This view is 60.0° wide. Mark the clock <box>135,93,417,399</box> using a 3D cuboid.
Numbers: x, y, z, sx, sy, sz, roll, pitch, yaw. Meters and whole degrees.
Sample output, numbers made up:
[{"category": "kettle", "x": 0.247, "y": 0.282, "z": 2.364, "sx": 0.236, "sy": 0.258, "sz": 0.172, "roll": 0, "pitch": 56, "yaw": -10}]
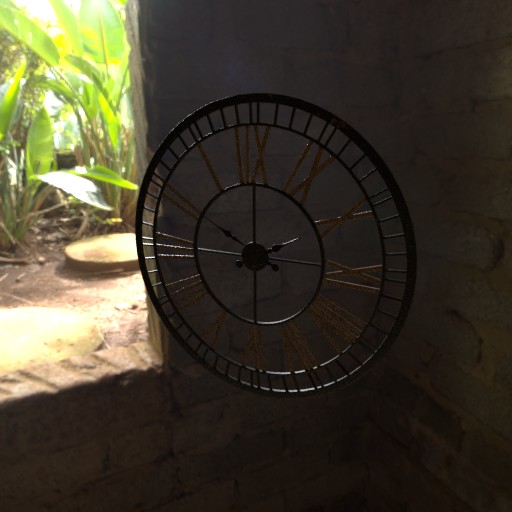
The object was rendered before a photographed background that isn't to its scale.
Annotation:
[{"category": "clock", "x": 0.000, "y": 0.000, "z": 1.219, "sx": 0.843, "sy": 0.843, "sz": 0.025, "roll": 8, "pitch": 17, "yaw": 26}]
